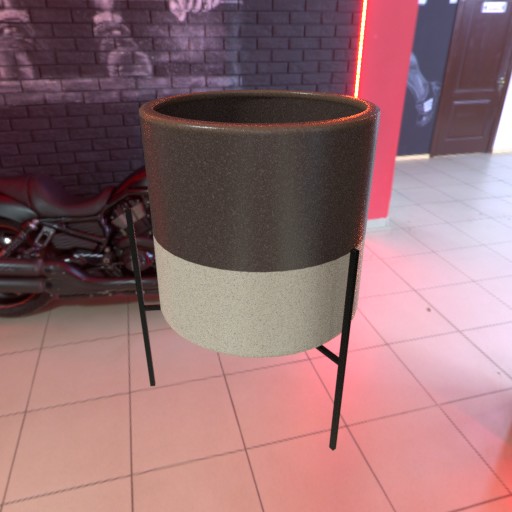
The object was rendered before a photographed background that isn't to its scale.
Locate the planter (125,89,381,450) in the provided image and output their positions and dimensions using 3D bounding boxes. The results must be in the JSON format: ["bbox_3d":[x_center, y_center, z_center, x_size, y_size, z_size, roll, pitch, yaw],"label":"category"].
[{"bbox_3d":[0.000,0.000,0.529,0.250,0.353,0.260,8,28,15],"label":"planter"}]
